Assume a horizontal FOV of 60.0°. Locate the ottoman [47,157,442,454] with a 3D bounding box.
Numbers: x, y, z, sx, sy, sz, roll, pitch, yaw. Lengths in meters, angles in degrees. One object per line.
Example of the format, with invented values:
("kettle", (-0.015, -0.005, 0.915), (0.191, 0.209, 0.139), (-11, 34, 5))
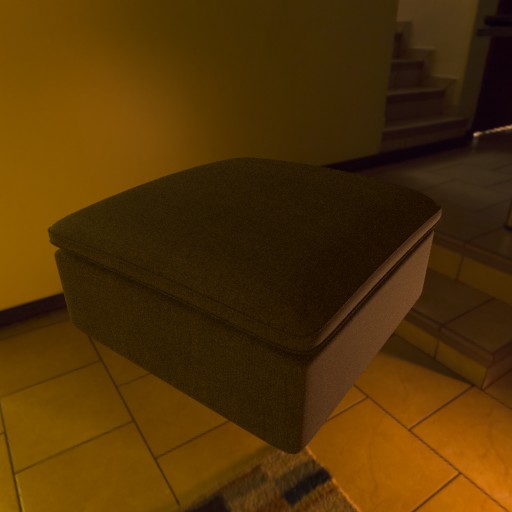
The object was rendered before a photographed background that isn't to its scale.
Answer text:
("ottoman", (0.000, 0.000, 1.694), (1.067, 0.559, 1.067), (18, 32, 32))
